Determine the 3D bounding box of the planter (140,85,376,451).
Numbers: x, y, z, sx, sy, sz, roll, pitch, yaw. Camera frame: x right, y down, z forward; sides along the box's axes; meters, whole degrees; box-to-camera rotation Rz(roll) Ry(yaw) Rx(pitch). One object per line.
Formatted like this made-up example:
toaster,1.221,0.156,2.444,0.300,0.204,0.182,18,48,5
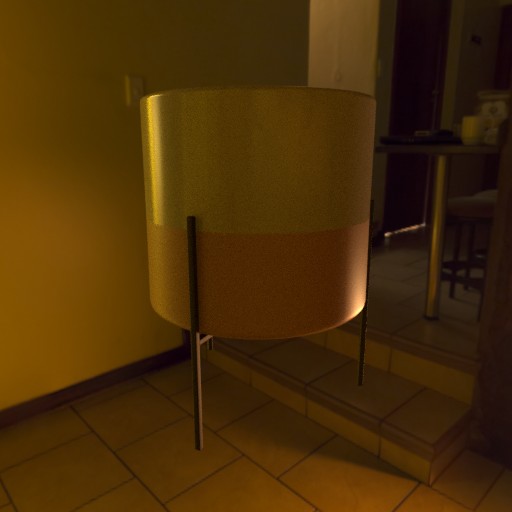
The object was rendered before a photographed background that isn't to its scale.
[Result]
planter,0.000,0.000,0.717,0.348,0.480,0.360,7,15,26
